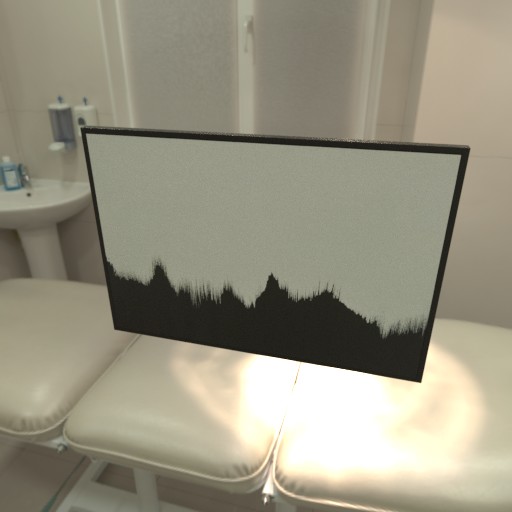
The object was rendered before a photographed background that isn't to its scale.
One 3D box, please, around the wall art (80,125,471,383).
[{"bbox_3d":[0.000,0.000,0.835,0.659,0.446,0.022,7,27,14],"label":"wall art"}]
